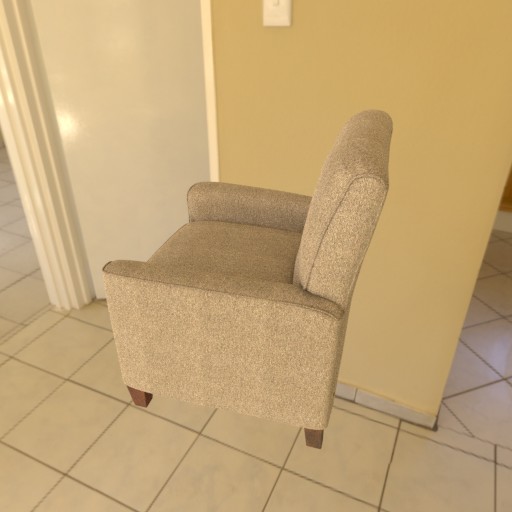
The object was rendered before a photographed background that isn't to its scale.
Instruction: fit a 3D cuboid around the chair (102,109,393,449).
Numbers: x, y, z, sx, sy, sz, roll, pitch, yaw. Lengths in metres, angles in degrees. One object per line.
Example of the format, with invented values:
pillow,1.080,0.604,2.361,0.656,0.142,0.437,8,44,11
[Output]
chair,0.000,0.000,1.668,0.858,1.028,0.841,8,31,13
